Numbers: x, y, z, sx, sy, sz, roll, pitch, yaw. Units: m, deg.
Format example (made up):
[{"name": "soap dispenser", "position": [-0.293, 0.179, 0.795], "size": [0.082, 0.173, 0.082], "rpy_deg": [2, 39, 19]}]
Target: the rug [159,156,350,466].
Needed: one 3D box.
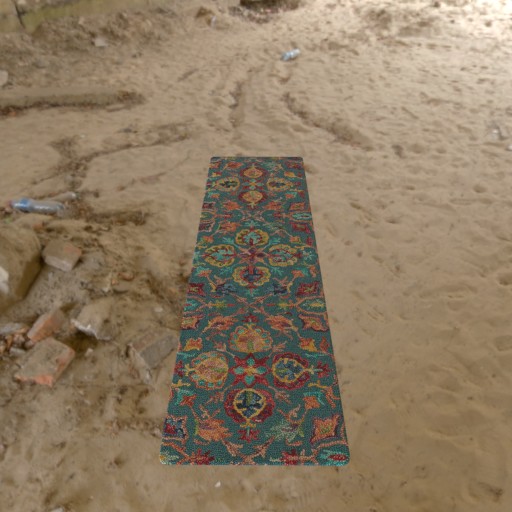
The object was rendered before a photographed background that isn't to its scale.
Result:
[{"name": "rug", "position": [0.000, 0.000, 2.440], "size": [0.686, 0.013, 2.286], "rpy_deg": [0, 40, 0]}]
